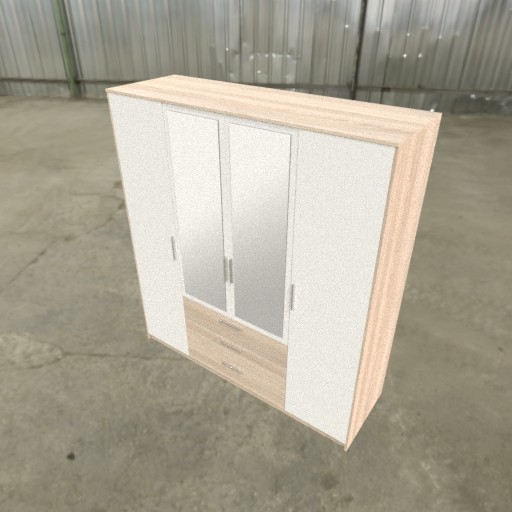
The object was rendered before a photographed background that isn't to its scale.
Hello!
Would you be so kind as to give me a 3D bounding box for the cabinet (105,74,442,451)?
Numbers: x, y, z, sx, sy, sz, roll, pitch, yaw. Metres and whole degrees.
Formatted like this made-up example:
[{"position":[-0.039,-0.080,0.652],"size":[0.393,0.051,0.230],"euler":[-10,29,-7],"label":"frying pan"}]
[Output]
[{"position":[0.000,0.000,3.031],"size":[1.870,2.060,0.620],"euler":[21,37,30],"label":"cabinet"}]
